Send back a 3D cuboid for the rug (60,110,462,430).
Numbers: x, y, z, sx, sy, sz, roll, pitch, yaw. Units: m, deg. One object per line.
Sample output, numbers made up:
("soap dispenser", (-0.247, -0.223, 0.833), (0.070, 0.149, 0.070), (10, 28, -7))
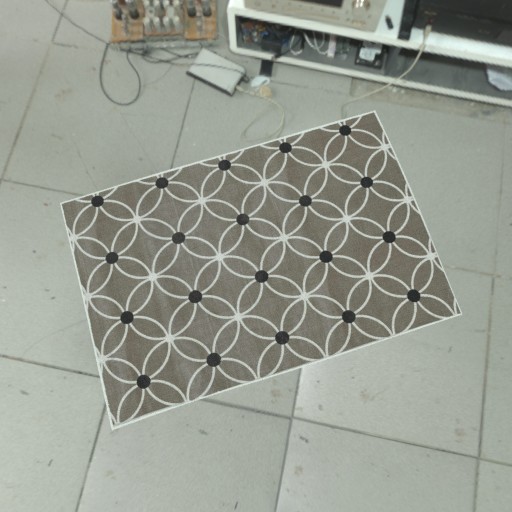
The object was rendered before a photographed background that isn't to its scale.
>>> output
("rug", (0.000, 0.000, 2.894), (2.284, 0.008, 1.522), (-17, 77, -4))
